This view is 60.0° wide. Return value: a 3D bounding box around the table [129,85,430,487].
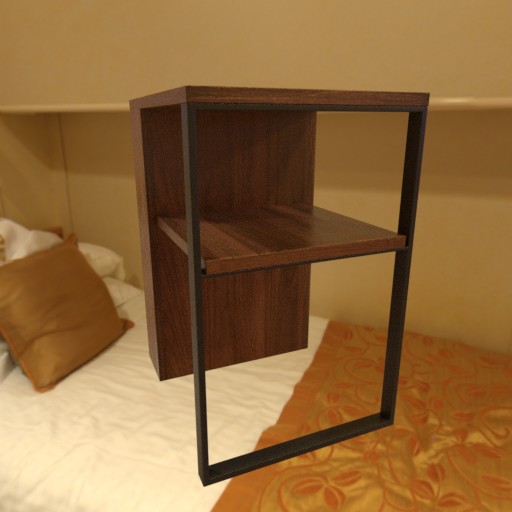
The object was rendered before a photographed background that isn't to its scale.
[{"bbox_3d":[0.000,0.000,1.539,0.660,1.041,0.786,-7,19,-23],"label":"table"}]
